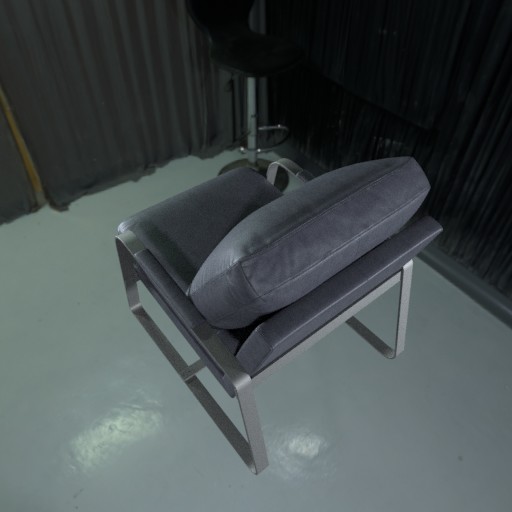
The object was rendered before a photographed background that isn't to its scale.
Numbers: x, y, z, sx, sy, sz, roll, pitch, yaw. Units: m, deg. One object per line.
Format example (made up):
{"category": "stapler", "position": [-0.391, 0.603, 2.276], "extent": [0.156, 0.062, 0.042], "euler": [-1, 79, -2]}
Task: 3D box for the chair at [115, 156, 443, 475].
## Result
{"category": "chair", "position": [0.000, 0.000, 1.457], "extent": [0.692, 0.839, 0.878], "euler": [-30, 53, -26]}
